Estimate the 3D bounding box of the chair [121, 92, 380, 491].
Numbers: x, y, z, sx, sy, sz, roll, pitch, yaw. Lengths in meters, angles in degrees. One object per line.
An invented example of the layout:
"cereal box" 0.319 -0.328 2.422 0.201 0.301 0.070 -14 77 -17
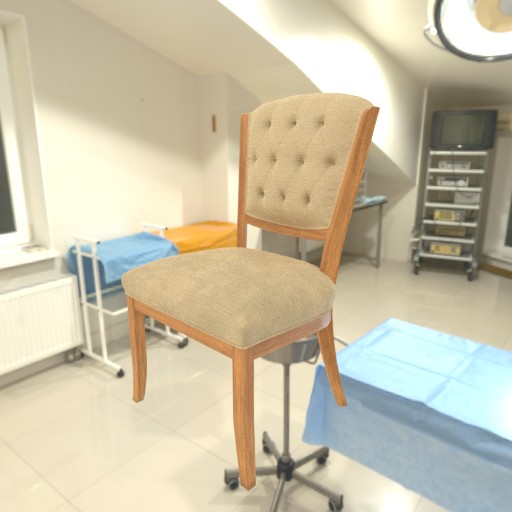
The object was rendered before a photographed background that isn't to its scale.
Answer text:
"chair" 0.000 0.000 1.259 0.584 0.905 0.513 -15 21 -43
